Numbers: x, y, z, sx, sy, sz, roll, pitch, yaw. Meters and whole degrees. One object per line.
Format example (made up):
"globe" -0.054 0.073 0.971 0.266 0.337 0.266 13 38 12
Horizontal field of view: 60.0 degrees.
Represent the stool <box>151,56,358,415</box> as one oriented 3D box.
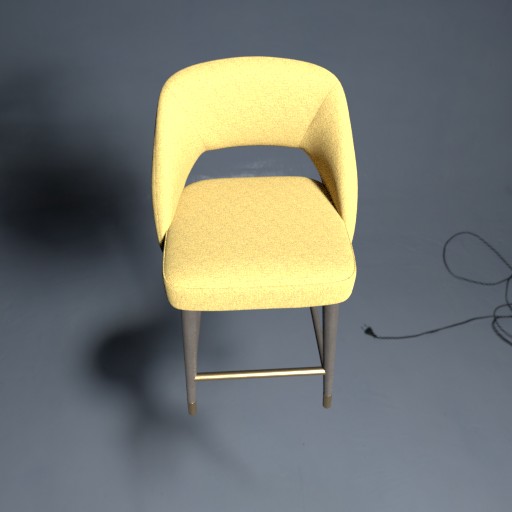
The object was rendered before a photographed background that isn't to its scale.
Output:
"stool" 0.000 0.000 1.282 0.536 0.939 0.522 -2 47 -2
